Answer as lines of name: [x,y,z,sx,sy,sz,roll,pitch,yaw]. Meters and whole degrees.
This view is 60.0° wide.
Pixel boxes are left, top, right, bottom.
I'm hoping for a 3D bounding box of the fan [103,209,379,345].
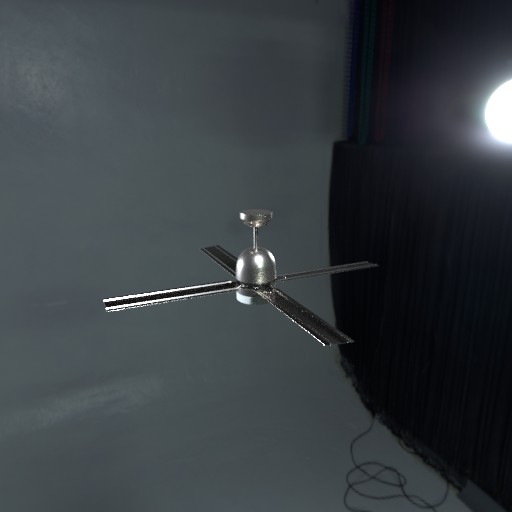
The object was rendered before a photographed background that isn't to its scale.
fan: [0.000,0.000,2.025,1.346,0.406,1.346,-8,18,-25]
